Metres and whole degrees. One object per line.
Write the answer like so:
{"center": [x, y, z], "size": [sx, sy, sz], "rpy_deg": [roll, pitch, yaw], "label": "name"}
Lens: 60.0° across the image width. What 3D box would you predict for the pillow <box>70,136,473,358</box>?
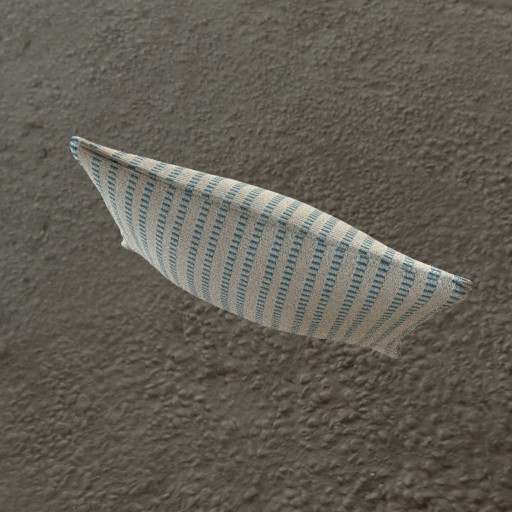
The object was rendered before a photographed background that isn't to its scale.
{"center": [0.000, 0.000, 0.795], "size": [0.640, 0.353, 0.210], "rpy_deg": [21, 66, 10], "label": "pillow"}
